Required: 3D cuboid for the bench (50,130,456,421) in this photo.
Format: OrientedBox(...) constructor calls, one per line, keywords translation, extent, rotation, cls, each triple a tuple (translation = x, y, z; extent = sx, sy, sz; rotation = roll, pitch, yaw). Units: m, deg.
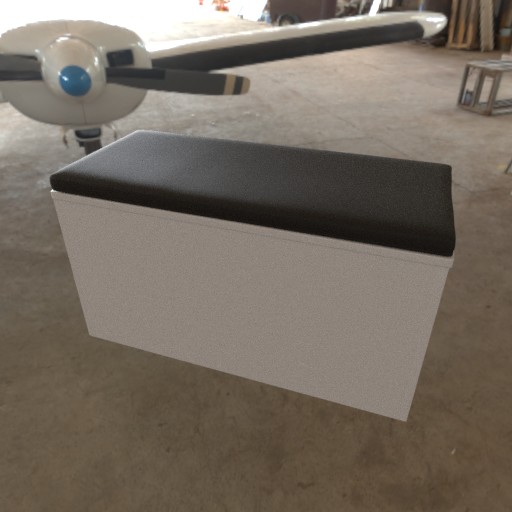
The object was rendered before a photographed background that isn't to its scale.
OrientedBox(translation=(0.000, 0.000, 1.193), extent=(0.899, 0.500, 0.401), rotation=(11, 34, 16), cls="bench")
